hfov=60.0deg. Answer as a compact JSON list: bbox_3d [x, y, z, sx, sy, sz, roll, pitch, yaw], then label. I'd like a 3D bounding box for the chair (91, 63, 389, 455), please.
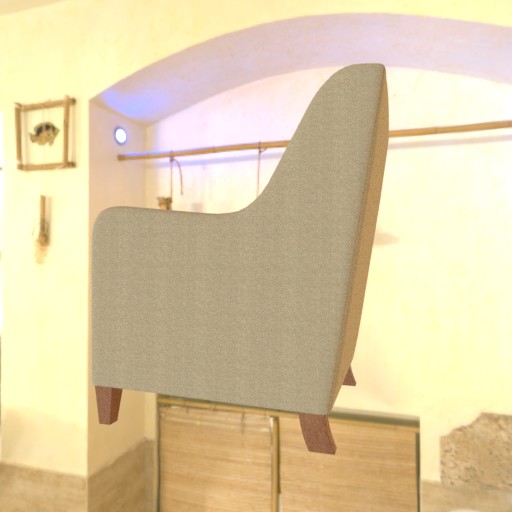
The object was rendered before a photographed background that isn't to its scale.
[{"bbox_3d":[0.000,0.000,1.548,0.890,1.017,0.715,0,-1,17],"label":"chair"}]
